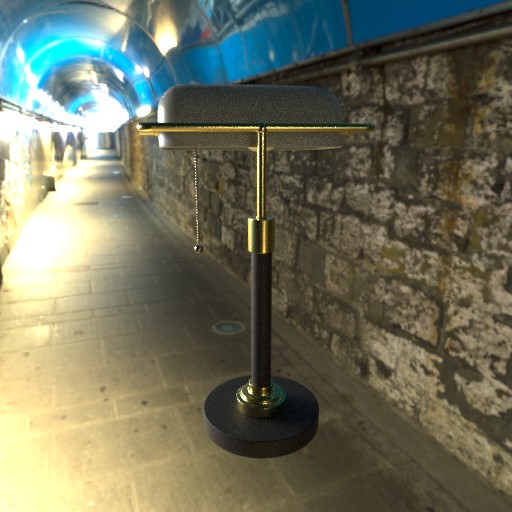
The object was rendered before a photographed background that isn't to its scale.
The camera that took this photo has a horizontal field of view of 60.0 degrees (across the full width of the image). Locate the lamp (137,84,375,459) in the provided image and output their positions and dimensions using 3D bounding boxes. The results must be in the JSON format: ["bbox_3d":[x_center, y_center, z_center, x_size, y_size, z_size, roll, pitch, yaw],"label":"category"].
[{"bbox_3d":[0.000,0.000,0.547,0.269,0.404,0.227,-2,15,-9],"label":"lamp"}]
